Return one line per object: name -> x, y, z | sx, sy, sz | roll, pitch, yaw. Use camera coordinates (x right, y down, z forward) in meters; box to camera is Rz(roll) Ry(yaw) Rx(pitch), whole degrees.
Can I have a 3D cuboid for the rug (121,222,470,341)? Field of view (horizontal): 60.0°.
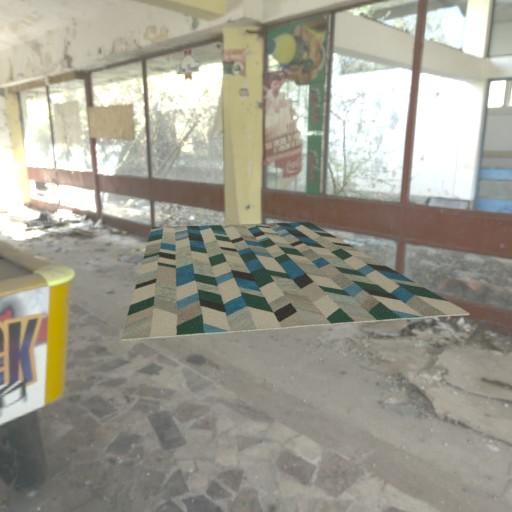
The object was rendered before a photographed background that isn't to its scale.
rug -> 0.000, 0.000, 3.003 | 1.507, 0.007, 2.433 | -3, 14, -10
